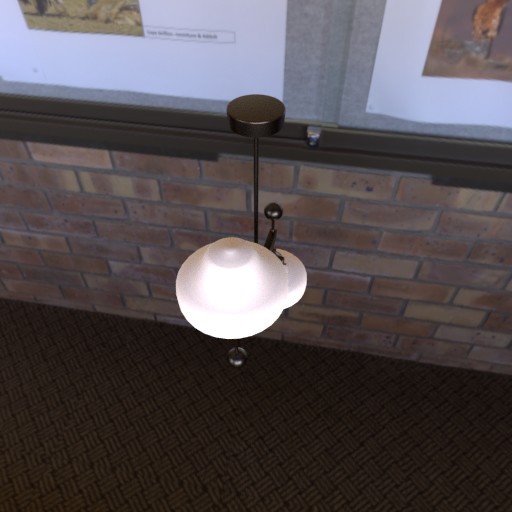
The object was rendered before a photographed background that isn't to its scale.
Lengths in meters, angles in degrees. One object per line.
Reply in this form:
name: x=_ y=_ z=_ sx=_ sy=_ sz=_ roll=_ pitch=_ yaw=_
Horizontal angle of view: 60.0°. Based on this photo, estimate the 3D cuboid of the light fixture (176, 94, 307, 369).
light fixture: x=0.000 y=0.000 z=1.037 sx=0.422 sy=0.743 sz=0.489 roll=-16 pitch=48 yaw=-15
